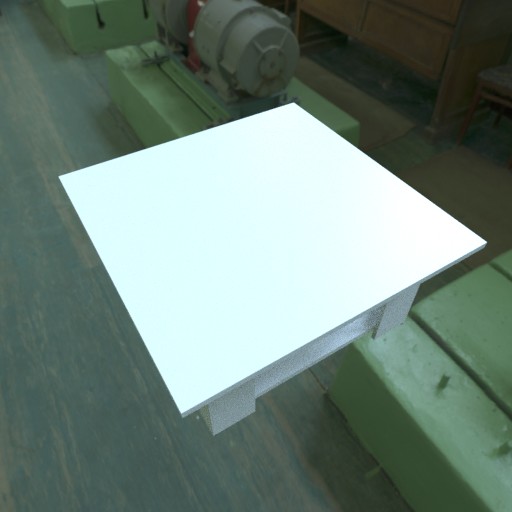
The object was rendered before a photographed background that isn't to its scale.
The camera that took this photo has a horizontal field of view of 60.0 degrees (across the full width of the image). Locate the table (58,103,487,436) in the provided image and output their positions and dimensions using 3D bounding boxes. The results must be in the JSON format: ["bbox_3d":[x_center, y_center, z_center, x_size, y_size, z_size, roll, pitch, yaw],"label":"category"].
[{"bbox_3d":[0.000,0.000,1.071,0.670,0.305,0.670,-24,51,-21],"label":"table"}]
